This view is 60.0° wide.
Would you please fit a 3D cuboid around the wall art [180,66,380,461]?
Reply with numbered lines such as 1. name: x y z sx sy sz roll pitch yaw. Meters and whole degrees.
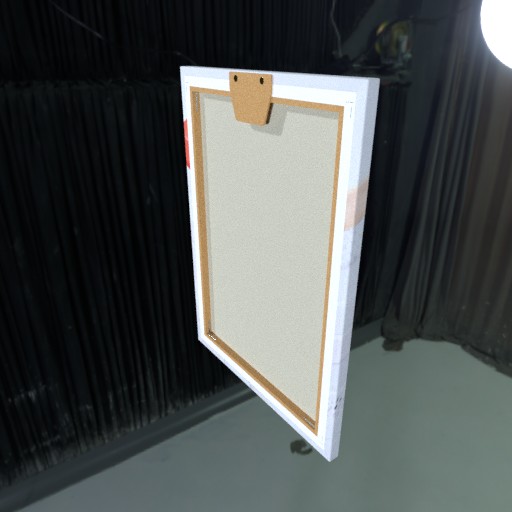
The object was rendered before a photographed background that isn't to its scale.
1. wall art: 0.000 0.000 1.100 0.036 0.848 0.613 -18 31 -33
